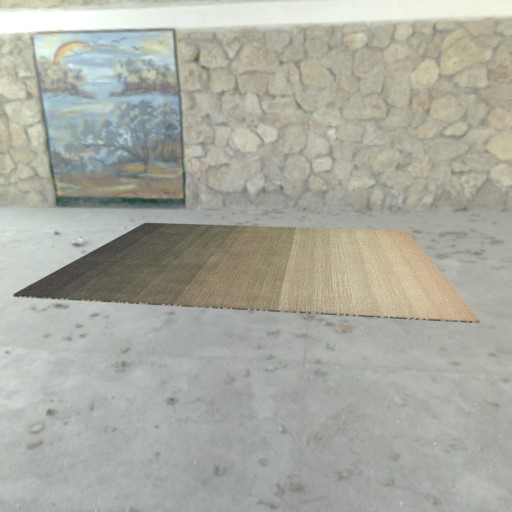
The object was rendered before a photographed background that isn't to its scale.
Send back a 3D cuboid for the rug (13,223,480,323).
[{"bbox_3d":[0.000,0.000,3.785,2.902,0.017,2.305,2,16,8],"label":"rug"}]
